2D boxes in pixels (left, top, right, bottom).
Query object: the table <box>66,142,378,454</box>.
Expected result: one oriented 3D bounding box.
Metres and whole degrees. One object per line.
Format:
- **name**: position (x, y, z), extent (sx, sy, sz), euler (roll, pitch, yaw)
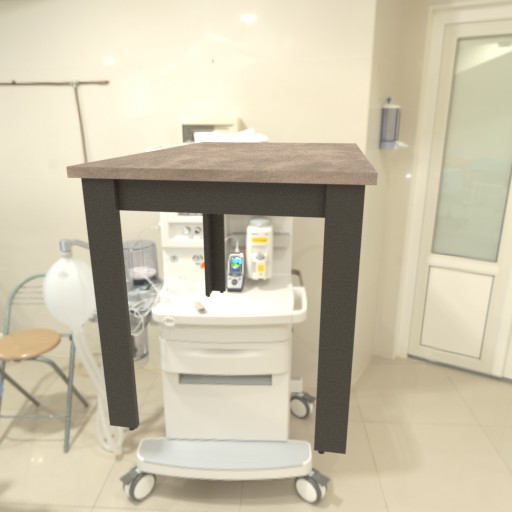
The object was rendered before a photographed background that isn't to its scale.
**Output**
- **table**: position (0.000, 0.000, 1.593), extent (0.700, 0.734, 1.100), euler (3, 18, 9)
